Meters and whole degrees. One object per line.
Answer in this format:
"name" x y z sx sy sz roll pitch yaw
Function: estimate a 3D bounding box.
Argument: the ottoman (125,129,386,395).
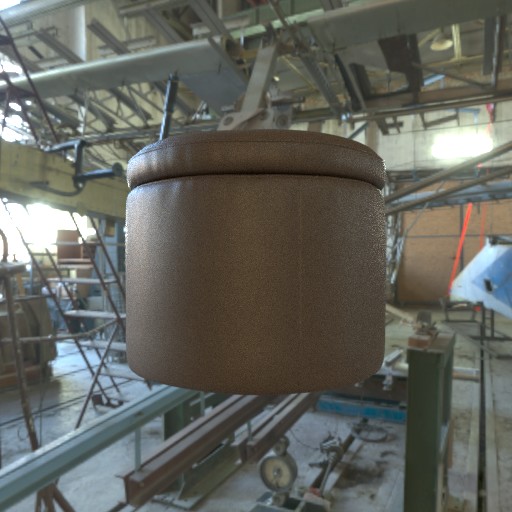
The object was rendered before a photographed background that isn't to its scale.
"ottoman" 0.000 0.000 0.884 0.500 0.409 0.500 0 0 0
